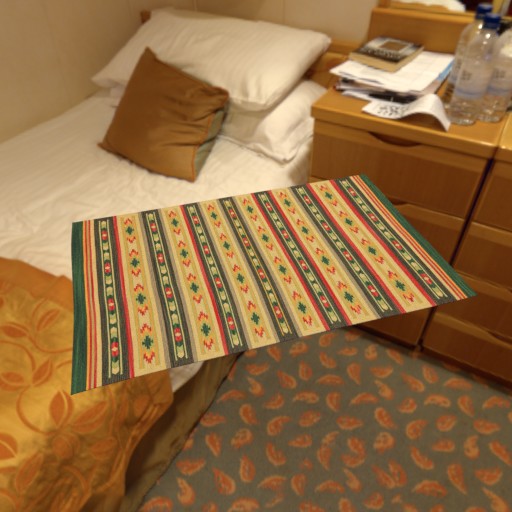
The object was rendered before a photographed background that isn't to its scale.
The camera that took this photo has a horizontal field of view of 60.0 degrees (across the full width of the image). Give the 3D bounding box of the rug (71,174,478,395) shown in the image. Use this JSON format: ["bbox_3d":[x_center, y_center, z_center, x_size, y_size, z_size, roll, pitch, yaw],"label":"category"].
[{"bbox_3d":[0.000,0.000,3.061,2.447,0.011,1.520,-11,43,-12],"label":"rug"}]
